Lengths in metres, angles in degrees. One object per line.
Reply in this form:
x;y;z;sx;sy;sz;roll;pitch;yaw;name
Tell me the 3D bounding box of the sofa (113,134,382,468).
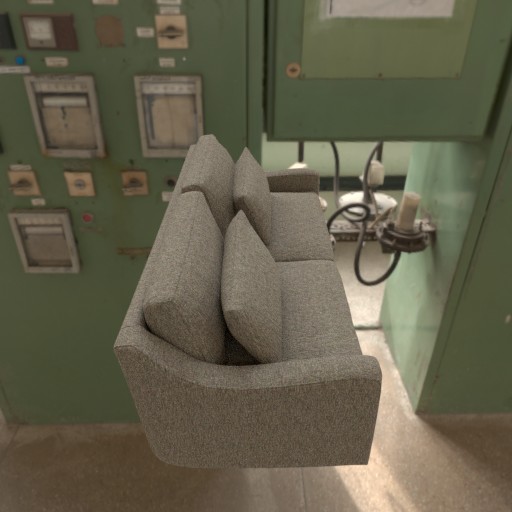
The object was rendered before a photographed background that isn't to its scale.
0.000;0.000;2.877;1.103;0.998;2.418;0;32;0;sofa
